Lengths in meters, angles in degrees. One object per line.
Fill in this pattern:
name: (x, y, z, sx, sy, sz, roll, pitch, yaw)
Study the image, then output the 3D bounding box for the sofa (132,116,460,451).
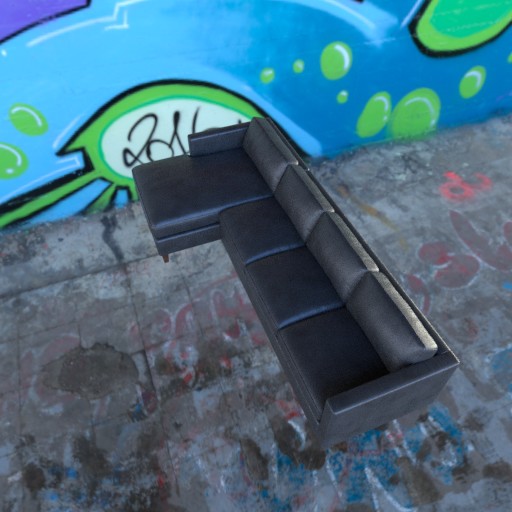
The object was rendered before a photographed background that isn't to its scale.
sofa: (0.000, 0.000, 3.870, 1.581, 0.883, 3.203, -16, 50, -14)
